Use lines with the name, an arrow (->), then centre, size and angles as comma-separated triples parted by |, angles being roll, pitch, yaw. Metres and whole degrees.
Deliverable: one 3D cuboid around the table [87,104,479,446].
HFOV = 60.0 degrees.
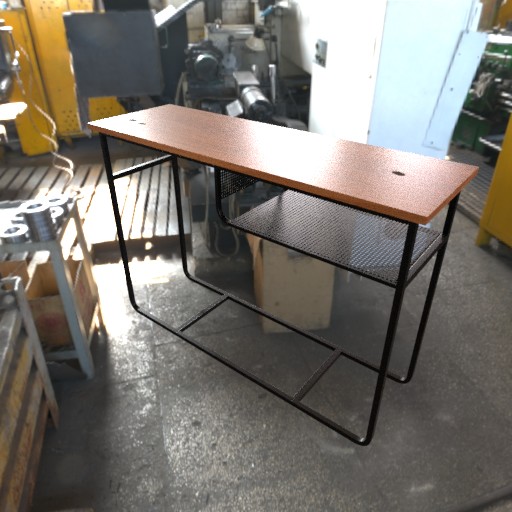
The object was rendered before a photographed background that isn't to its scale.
table -> 0.000, 0.000, 1.440 | 1.100, 0.750, 0.350 | 22, 38, 32
